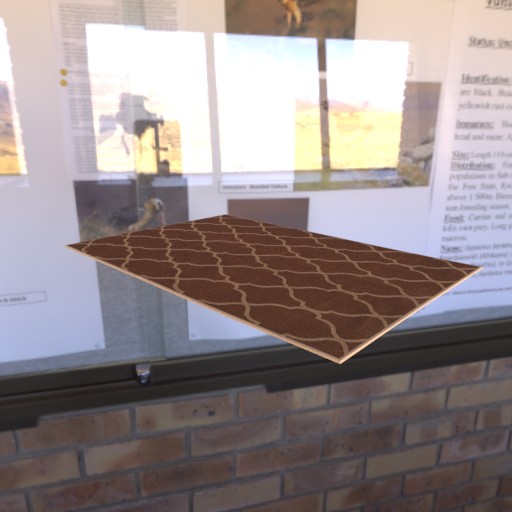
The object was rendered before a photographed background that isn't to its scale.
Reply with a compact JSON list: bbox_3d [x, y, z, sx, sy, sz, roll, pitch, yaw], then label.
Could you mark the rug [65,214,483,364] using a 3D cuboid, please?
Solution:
[{"bbox_3d":[0.000,0.000,2.875,2.290,0.014,1.526,15,23,42],"label":"rug"}]
